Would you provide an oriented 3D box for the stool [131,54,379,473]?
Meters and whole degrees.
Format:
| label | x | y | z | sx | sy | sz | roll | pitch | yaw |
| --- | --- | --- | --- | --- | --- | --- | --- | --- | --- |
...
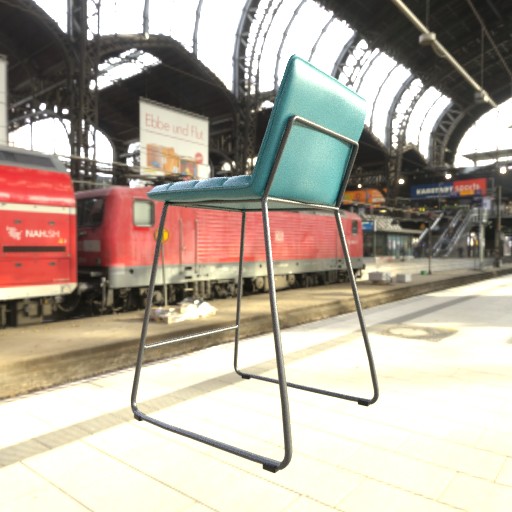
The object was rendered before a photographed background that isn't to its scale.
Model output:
| label | x | y | z | sx | sy | sz | roll | pitch | yaw |
| --- | --- | --- | --- | --- | --- | --- | --- | --- | --- |
| stool | 0.000 | 0.000 | 1.220 | 0.524 | 0.866 | 0.489 | 1 | 2 | 37 |
